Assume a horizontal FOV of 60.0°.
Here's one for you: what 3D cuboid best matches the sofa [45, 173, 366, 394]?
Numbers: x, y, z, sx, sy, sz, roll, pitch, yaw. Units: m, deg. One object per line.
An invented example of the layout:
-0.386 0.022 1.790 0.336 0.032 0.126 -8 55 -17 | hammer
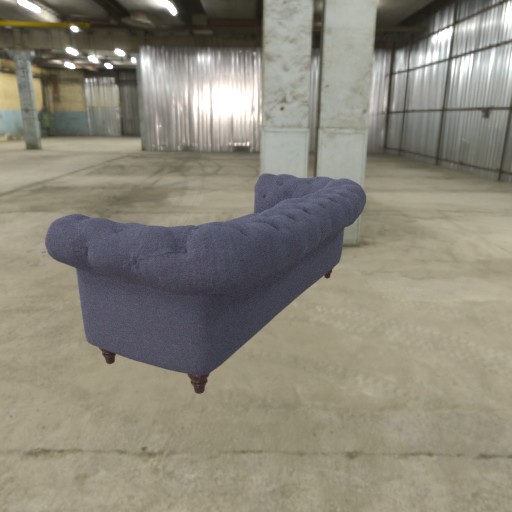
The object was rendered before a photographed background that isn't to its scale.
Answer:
0.000 0.000 2.882 1.046 0.836 2.335 9 19 27 | sofa
